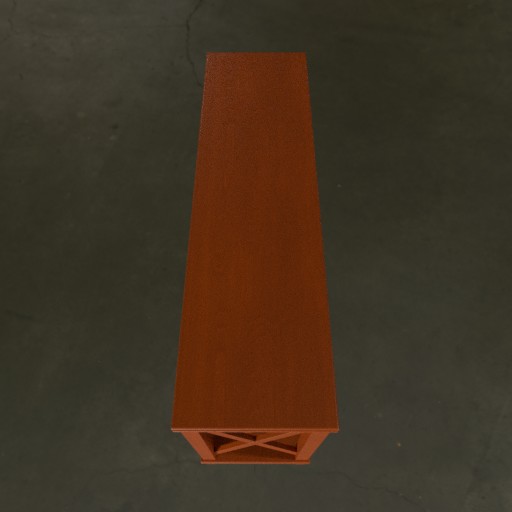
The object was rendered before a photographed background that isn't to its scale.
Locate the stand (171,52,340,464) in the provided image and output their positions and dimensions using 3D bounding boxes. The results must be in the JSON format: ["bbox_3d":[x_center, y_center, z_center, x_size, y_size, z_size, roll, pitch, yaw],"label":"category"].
[{"bbox_3d":[0.000,0.000,1.676,0.381,0.762,1.372,0,59,0],"label":"stand"}]
